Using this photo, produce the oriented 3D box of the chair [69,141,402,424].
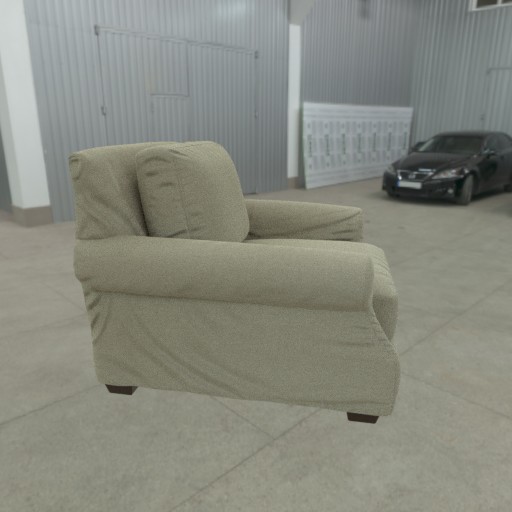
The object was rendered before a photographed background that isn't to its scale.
[{"bbox_3d":[0.000,0.000,1.738,1.066,0.866,0.940,3,17,10],"label":"chair"}]
